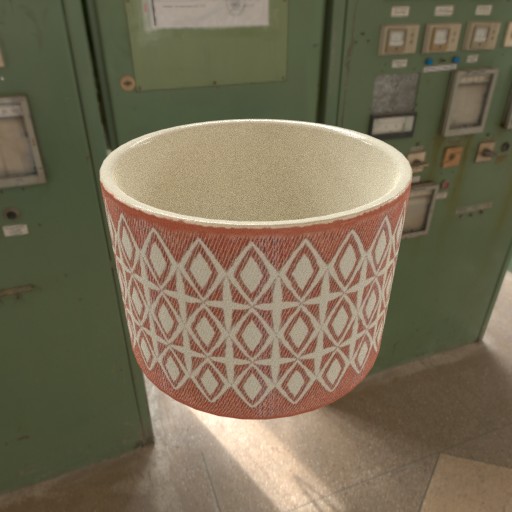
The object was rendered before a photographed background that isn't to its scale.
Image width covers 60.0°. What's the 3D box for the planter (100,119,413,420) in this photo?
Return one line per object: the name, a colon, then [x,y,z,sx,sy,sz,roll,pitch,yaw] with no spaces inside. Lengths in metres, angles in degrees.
planter: [0.000,0.000,0.321,0.192,0.148,0.192,0,31,0]
